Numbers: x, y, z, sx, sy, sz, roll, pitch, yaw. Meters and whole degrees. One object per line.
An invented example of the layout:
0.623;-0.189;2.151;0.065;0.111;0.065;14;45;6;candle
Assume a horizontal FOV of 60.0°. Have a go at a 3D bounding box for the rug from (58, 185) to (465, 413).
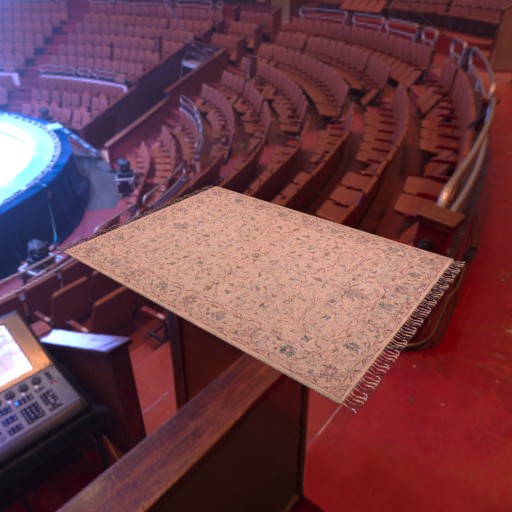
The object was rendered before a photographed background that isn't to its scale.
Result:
0.000;0.000;2.360;1.802;0.008;1.247;22;37;32;rug
